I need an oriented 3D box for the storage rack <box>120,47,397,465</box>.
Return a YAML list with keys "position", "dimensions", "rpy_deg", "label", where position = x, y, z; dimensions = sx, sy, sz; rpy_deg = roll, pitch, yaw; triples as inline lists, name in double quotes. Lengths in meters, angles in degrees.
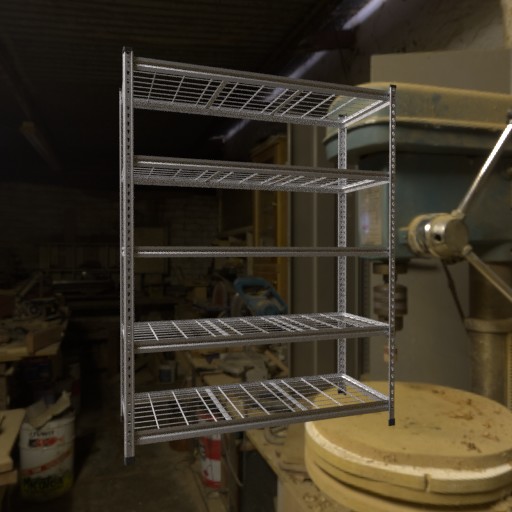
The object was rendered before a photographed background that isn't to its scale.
- position: [0.000, 0.000, 2.626]
  dimensions: [1.524, 1.981, 0.610]
  rpy_deg: [0, 1, -19]
  label: "storage rack"
